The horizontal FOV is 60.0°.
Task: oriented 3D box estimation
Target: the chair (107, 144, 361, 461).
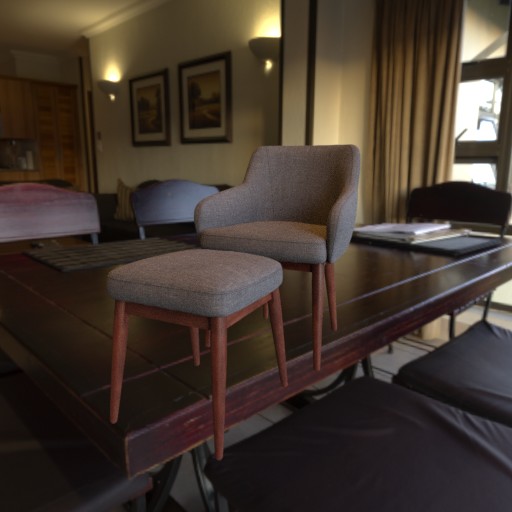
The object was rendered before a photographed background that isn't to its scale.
[{"bbox_3d":[0.000,0.000,1.570,0.584,0.799,1.107,6,13,26],"label":"chair"}]
